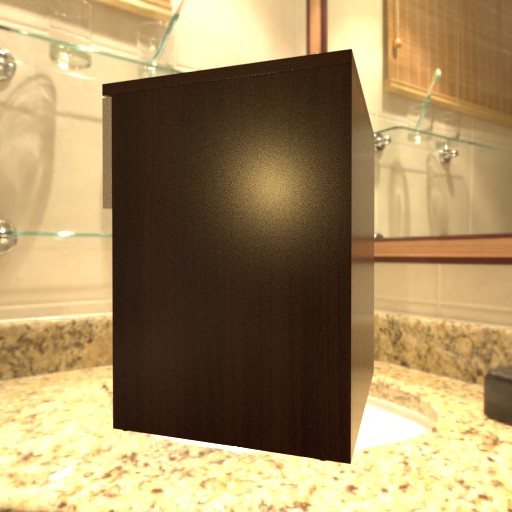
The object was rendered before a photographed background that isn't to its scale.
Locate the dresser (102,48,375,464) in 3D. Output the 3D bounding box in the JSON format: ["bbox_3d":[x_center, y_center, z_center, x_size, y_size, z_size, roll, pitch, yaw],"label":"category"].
[{"bbox_3d":[0.000,0.000,0.745,0.360,0.470,0.400,0,1,18],"label":"dresser"}]
